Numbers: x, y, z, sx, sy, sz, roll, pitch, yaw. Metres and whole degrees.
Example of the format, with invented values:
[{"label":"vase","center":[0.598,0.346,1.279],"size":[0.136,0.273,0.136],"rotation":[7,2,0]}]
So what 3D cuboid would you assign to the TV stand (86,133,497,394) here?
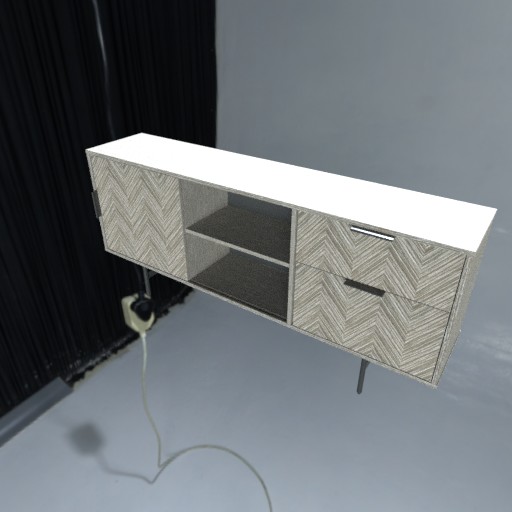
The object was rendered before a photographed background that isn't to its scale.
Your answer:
[{"label":"TV stand","center":[0.000,0.000,2.071],"size":[1.804,0.787,0.405],"rotation":[19,35,29]}]
